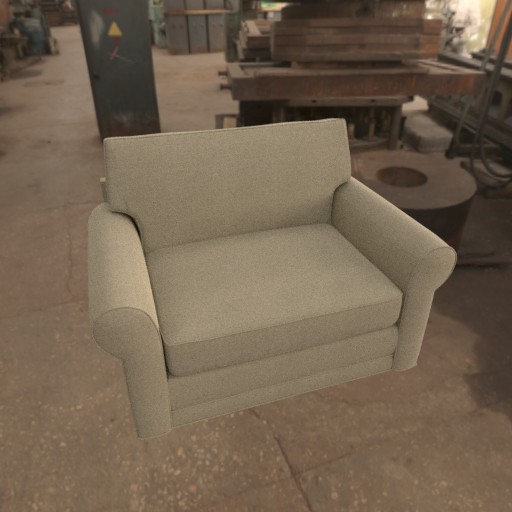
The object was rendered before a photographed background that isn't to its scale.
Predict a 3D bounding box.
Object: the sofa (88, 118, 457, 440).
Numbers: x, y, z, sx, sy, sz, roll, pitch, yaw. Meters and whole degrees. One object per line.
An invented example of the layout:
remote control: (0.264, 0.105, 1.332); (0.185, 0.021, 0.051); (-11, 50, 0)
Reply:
sofa: (0.000, 0.000, 1.998); (1.405, 0.991, 0.936); (-10, 32, -16)
